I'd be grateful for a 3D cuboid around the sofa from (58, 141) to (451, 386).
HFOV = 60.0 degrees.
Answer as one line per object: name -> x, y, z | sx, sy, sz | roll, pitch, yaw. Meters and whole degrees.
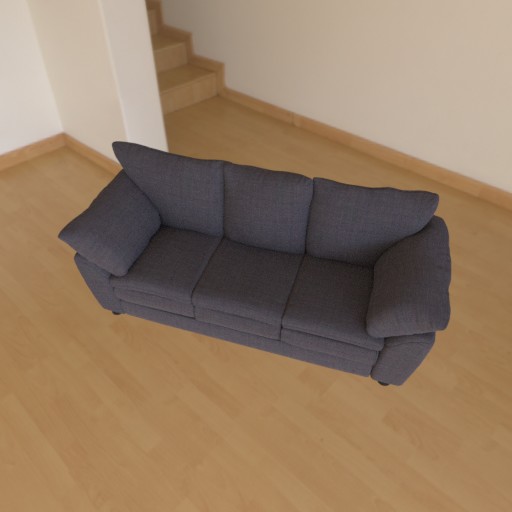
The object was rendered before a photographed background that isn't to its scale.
sofa -> 0.000, 0.000, 2.925 | 2.336, 1.080, 0.883 | 12, 43, 13
